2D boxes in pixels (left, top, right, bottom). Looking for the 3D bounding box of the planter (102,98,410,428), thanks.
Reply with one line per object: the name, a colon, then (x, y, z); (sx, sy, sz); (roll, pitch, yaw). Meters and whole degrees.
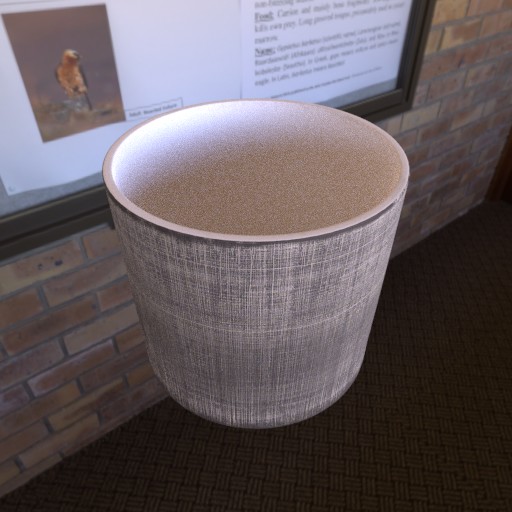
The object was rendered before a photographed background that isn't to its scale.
planter: (0.000, 0.000, 0.393); (0.221, 0.201, 0.221); (0, 39, 0)
